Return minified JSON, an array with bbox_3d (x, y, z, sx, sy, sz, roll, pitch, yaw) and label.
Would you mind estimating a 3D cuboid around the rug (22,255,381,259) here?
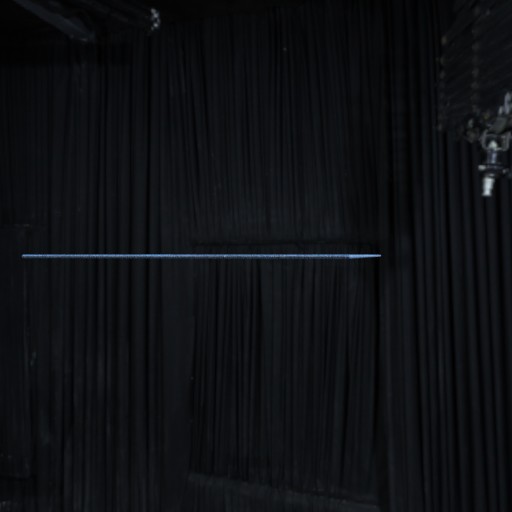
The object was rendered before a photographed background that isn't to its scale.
[{"bbox_3d":[0.000,0.000,3.007,1.526,0.015,2.441,0,0,18],"label":"rug"}]
